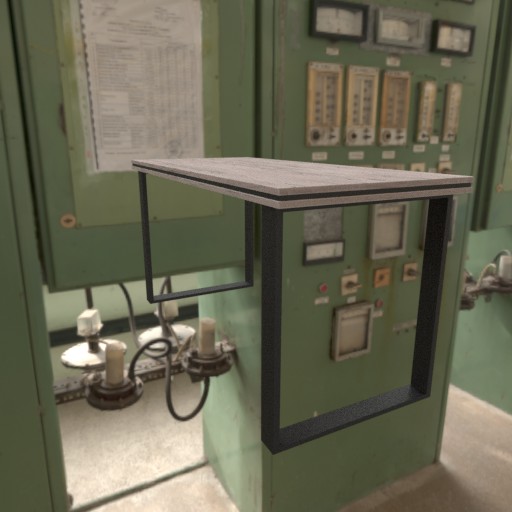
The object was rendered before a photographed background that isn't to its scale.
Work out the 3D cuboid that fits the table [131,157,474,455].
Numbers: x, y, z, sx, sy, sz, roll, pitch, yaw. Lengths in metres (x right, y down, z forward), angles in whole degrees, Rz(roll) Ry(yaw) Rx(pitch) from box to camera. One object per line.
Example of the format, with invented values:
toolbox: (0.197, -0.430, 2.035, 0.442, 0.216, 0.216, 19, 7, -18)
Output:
table: (0.000, 0.000, 2.252, 0.795, 0.899, 1.778, -8, 17, -27)
